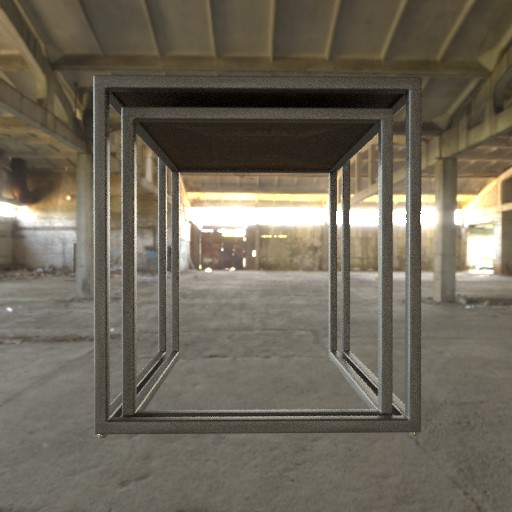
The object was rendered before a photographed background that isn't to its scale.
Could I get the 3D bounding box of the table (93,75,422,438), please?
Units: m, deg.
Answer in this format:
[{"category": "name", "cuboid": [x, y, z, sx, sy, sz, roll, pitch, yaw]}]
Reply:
[{"category": "table", "cuboid": [0.000, 0.000, 0.831, 0.450, 0.500, 0.449, 0, 0, -1]}]
